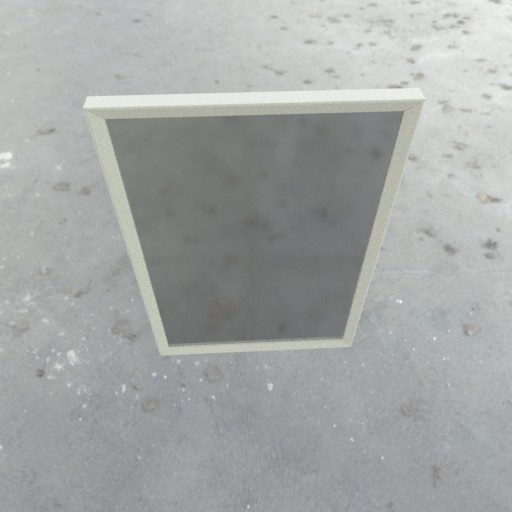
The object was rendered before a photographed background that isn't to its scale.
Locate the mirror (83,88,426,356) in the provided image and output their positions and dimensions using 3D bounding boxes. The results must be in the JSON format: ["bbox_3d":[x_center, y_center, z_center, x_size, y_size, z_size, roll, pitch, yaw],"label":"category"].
[{"bbox_3d":[0.000,0.000,0.929,0.507,0.710,0.039,-2,48,-2],"label":"mirror"}]
